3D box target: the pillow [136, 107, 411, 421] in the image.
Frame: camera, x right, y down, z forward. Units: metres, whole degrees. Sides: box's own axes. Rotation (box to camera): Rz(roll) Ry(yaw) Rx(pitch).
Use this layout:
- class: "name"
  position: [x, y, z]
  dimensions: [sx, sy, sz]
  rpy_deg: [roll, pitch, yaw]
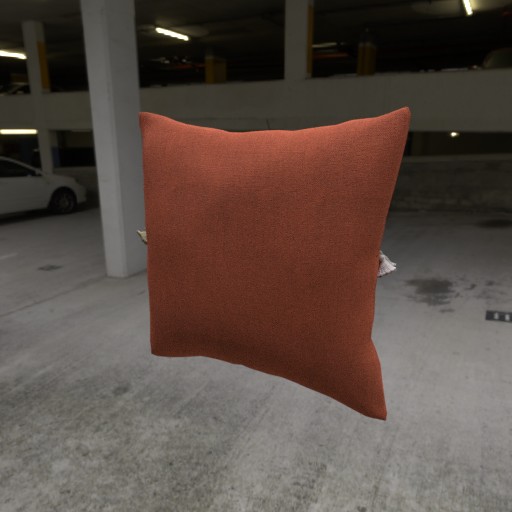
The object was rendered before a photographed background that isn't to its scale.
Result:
- class: "pillow"
  position: [0.000, 0.000, 0.770]
  dimensions: [0.490, 0.482, 0.165]
  rpy_deg: [8, 18, 27]
